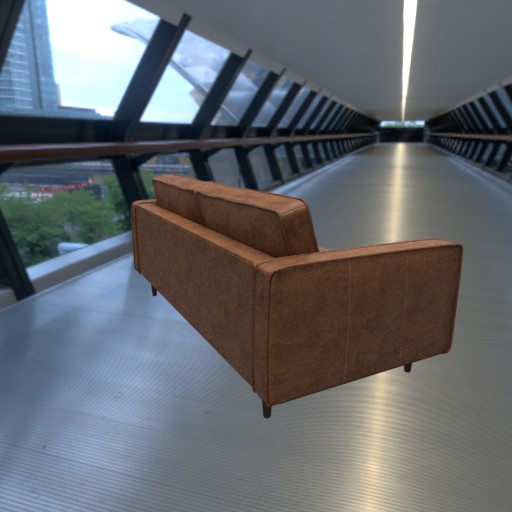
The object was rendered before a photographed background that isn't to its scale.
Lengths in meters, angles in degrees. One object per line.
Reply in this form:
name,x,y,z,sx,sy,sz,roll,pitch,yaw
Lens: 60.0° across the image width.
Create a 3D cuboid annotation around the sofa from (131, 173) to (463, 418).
sofa,0.000,0.000,2.429,0.924,0.825,1.920,-7,16,-27
